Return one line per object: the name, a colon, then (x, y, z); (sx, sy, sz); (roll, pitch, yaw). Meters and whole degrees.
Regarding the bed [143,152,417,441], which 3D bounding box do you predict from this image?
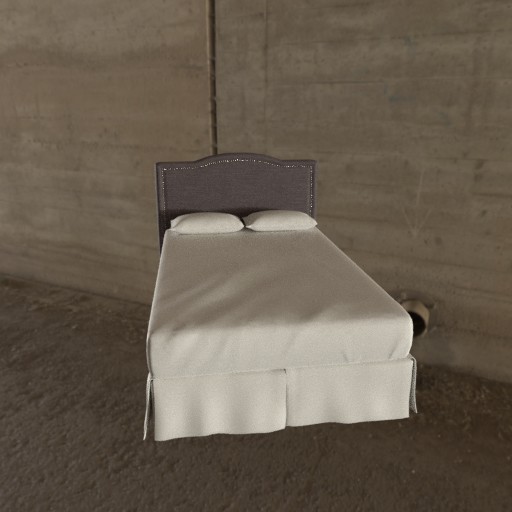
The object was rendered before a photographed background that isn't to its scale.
bed: (0.000, 0.000, 3.638); (1.741, 1.441, 2.507); (-3, 19, -8)
